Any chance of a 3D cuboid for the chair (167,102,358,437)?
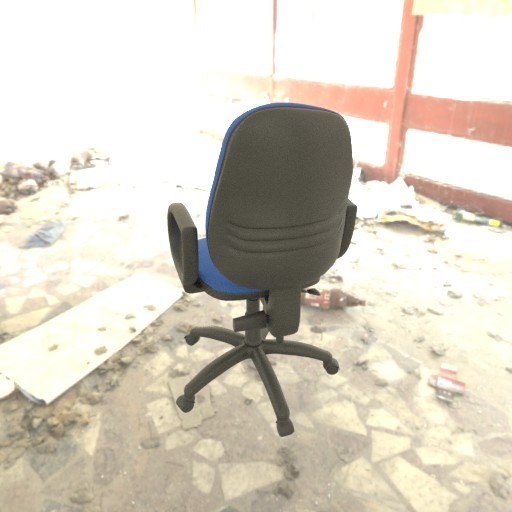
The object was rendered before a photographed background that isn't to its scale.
[{"bbox_3d":[0.000,0.000,1.275,0.552,0.905,0.549,-9,28,-17],"label":"chair"}]
